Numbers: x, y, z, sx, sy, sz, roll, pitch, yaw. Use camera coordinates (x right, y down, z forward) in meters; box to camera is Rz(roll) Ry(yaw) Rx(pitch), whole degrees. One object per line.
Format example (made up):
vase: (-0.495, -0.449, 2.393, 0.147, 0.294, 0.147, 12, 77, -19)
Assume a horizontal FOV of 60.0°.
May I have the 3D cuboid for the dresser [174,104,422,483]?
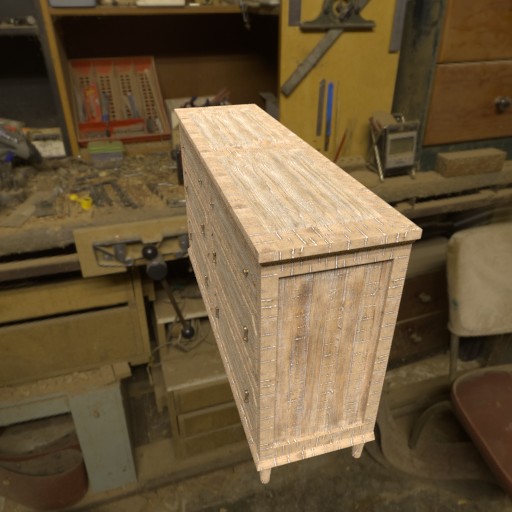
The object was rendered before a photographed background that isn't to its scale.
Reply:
dresser: (0.000, 0.000, 2.063, 0.457, 1.016, 1.626, -8, 32, -14)
